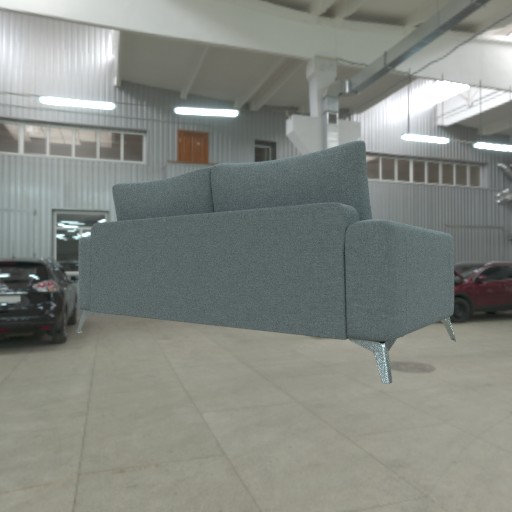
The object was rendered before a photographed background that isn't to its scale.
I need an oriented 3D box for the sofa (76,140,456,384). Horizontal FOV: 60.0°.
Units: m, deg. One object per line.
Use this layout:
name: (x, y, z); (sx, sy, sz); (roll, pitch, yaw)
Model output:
sofa: (0.000, 0.000, 2.162); (1.650, 0.790, 0.920); (-1, -1, 36)
